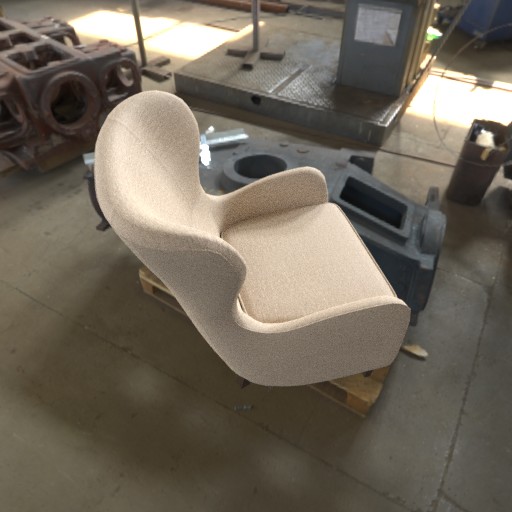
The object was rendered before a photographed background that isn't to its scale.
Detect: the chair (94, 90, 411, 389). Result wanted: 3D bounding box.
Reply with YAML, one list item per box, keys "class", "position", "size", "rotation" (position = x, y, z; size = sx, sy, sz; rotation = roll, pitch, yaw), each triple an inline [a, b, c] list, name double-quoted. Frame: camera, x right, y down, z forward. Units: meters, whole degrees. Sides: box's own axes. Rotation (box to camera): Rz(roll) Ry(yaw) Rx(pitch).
- class: "chair"
  position: [0.000, 0.000, 1.735]
  size: [0.984, 1.064, 0.861]
  rotation: [-11, 46, -11]
